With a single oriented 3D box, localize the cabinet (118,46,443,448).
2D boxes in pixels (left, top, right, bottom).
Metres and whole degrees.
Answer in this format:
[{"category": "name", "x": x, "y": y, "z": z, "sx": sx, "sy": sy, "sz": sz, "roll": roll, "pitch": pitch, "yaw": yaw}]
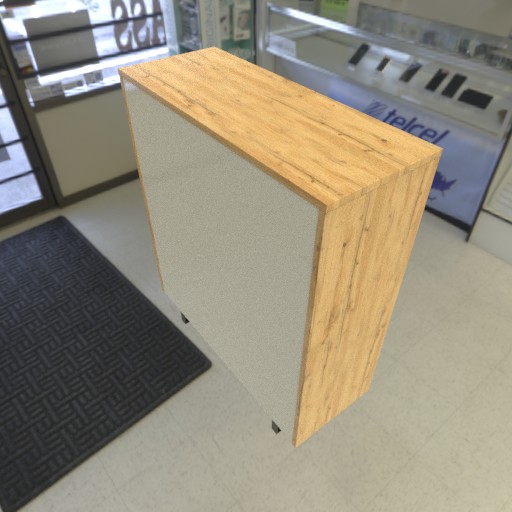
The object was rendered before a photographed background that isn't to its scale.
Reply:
[{"category": "cabinet", "x": 0.000, "y": 0.000, "z": 1.960, "sx": 0.473, "sy": 1.397, "sz": 1.168, "roll": -27, "pitch": 48, "yaw": -27}]
